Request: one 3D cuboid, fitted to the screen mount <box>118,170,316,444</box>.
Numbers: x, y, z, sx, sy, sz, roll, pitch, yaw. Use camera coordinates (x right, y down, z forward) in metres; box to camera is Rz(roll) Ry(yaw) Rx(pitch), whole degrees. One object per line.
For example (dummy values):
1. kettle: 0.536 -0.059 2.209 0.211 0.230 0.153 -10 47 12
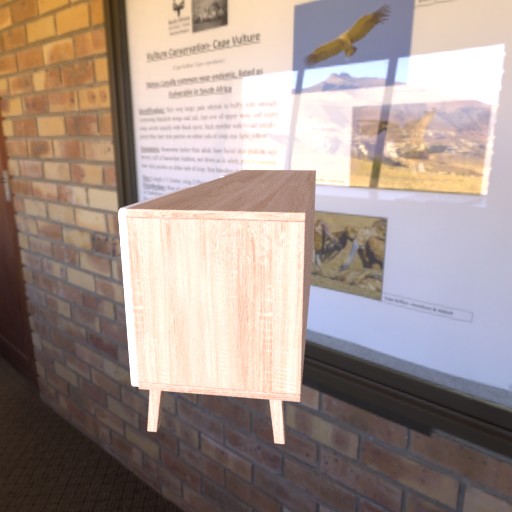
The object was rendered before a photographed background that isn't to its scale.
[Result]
1. screen mount: 0.000 0.000 1.710 0.420 0.570 1.500 2 14 8
